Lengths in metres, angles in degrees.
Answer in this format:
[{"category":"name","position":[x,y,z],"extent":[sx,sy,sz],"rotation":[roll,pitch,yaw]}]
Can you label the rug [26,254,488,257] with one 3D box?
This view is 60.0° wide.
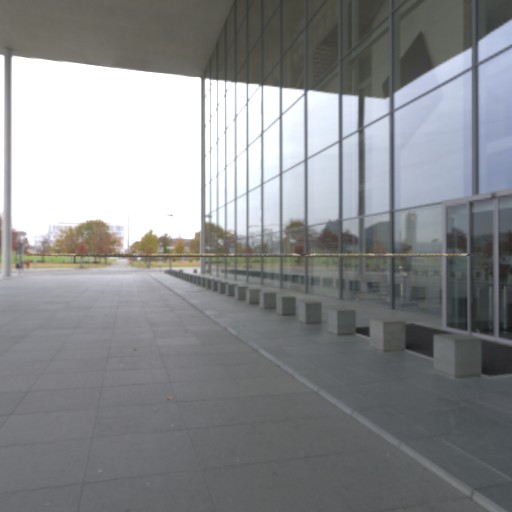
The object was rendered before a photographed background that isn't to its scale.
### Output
[{"category":"rug","position":[0.000,0.000,4.262],"extent":[3.200,0.013,2.439],"rotation":[0,0,-1]}]
